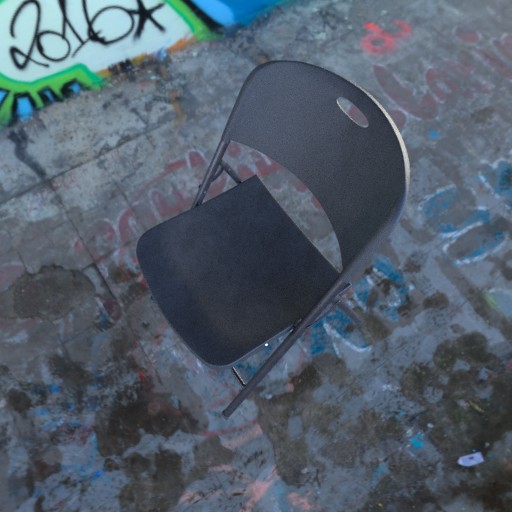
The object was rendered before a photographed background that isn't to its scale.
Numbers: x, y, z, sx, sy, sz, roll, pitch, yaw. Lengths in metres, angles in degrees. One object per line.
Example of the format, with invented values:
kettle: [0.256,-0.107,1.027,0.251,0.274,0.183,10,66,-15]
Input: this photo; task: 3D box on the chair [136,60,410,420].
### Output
chair: [0.000,0.000,1.173,0.567,0.810,0.494,-31,67,-15]
